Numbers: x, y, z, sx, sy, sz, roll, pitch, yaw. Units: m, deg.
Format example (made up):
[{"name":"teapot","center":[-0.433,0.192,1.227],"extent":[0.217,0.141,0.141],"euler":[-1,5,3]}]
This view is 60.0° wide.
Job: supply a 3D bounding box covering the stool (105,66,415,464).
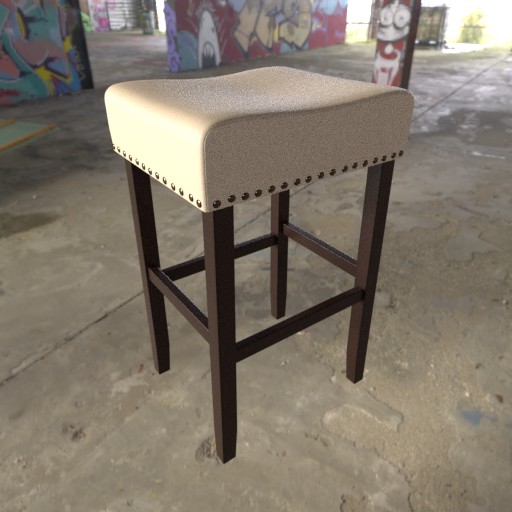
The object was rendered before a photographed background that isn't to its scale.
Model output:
[{"name":"stool","center":[0.000,0.000,1.041],"extent":[0.471,0.762,0.401],"euler":[-20,36,-30]}]
